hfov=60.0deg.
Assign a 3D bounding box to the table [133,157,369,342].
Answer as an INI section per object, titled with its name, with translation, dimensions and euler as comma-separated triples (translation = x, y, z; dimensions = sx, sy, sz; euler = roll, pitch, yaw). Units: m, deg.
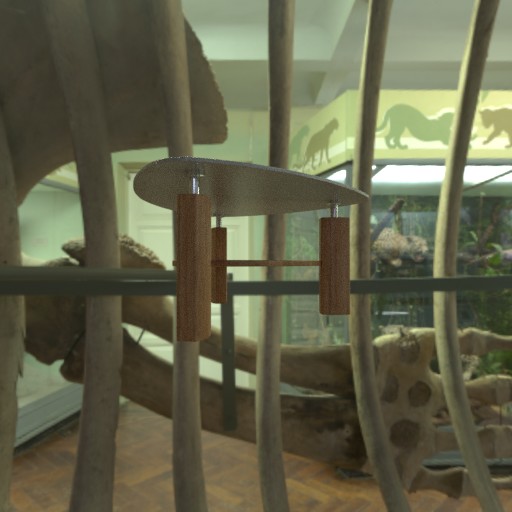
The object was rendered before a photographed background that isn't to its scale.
[table]
translation = 0.000, 0.000, 1.653
dimensions = 0.850, 0.440, 1.250
euler = 0, -1, -1
